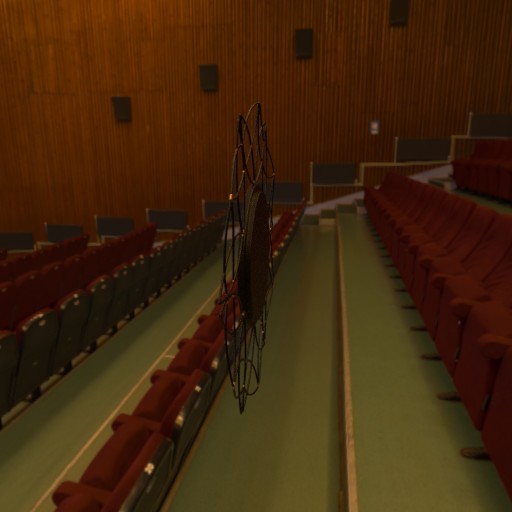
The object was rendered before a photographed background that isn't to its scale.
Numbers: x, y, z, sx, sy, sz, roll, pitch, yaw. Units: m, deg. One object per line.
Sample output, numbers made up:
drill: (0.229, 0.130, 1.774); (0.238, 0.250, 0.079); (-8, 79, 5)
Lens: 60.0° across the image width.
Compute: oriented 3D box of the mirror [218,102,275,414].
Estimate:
mirror: (0.000, 0.000, 1.179); (0.028, 0.775, 0.797); (2, 14, 9)
